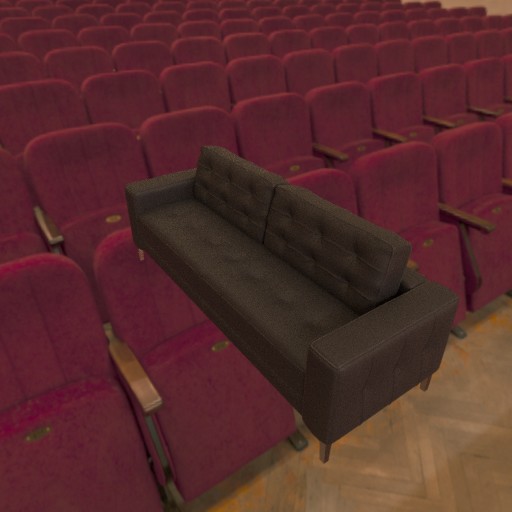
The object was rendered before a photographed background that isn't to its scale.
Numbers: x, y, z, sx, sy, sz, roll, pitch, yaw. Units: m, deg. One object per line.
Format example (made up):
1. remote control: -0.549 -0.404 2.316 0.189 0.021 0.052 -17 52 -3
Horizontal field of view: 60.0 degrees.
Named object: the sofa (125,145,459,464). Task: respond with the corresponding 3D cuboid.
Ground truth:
1. sofa: 0.000 0.000 2.779 0.833 0.893 2.275 -20 37 -29
